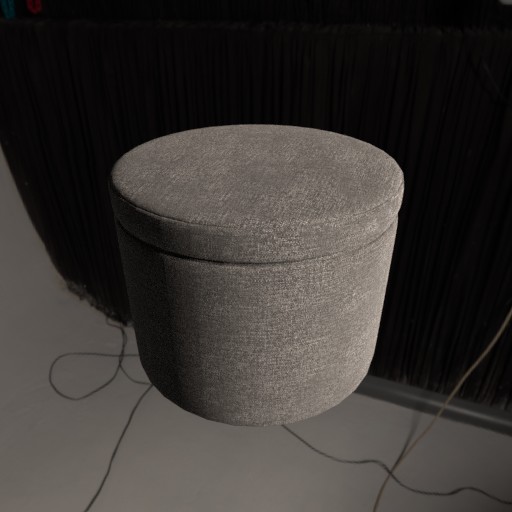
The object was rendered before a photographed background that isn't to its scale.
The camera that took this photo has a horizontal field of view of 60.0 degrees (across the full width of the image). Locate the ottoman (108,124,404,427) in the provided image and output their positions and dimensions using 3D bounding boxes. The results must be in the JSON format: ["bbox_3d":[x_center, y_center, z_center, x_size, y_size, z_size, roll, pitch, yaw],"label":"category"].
[{"bbox_3d":[0.000,0.000,0.867,0.500,0.419,0.500,0,31,0],"label":"ottoman"}]
